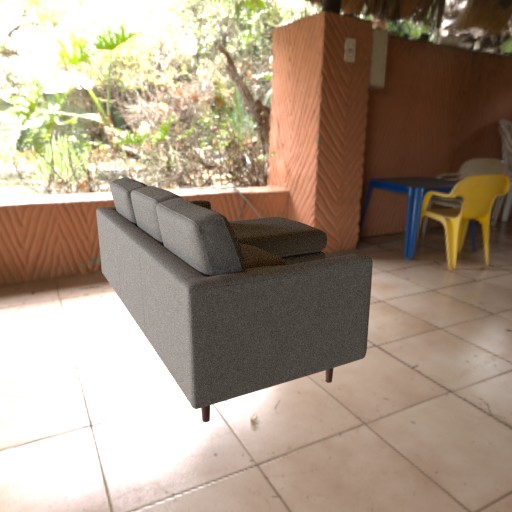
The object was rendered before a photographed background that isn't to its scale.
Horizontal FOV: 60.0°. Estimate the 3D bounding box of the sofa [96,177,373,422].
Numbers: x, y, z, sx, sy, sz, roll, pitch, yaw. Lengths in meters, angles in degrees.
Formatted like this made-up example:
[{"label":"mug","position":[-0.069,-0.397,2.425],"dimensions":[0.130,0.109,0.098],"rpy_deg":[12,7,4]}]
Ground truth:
[{"label":"sofa","position":[0.000,0.000,2.933],"dimensions":[1.667,0.957,2.055],"rpy_deg":[-8,18,-27]}]
